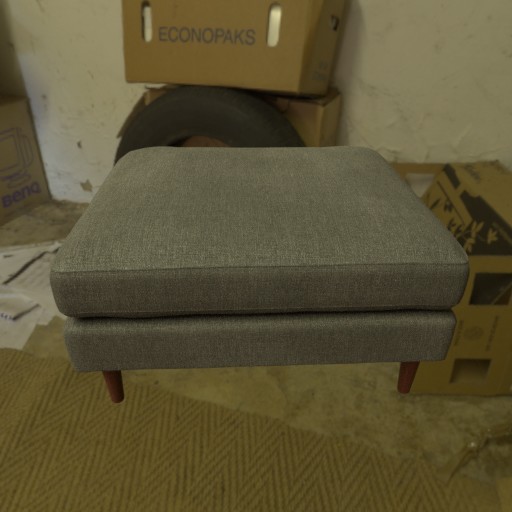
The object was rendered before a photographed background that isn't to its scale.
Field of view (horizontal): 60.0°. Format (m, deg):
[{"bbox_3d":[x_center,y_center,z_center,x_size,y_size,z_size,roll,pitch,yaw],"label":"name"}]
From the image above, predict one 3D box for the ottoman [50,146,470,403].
[{"bbox_3d":[0.000,0.000,1.208,0.821,0.474,0.693,-1,31,-2],"label":"ottoman"}]
